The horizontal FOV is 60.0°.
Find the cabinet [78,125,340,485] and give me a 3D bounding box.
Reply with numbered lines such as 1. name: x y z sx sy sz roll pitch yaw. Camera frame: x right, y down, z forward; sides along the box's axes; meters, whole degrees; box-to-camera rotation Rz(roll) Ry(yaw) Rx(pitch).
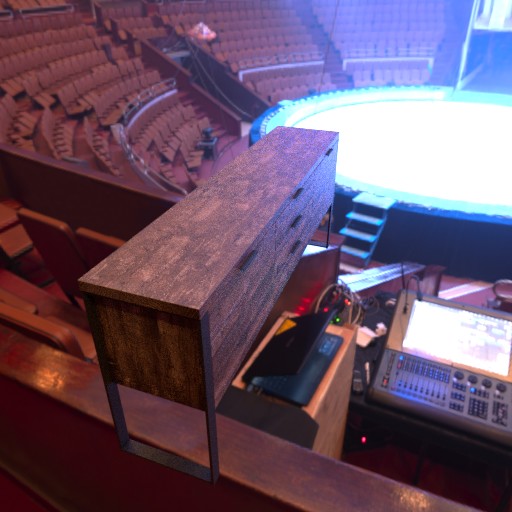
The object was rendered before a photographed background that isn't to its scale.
1. cabinet: 0.000 0.000 2.105 0.395 0.762 1.800 11 32 18
